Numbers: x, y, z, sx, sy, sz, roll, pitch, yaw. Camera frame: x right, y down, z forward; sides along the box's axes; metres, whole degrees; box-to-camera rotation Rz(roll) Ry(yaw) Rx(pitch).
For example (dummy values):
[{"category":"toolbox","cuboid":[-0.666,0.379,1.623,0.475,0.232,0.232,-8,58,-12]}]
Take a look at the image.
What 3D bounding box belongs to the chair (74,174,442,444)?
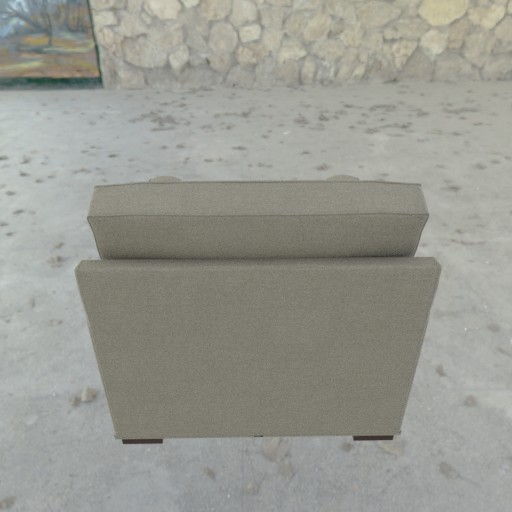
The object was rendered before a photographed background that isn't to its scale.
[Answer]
[{"category":"chair","cuboid":[0.000,0.000,1.758,0.999,0.934,1.044,0,31,-1]}]
